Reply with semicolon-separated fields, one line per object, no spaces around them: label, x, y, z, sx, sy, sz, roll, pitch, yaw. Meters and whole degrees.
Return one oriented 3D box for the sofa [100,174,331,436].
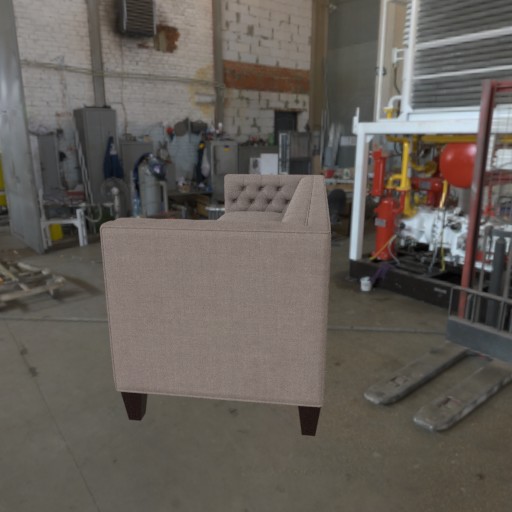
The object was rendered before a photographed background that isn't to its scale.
sofa;0.000;0.000;2.554;0.775;0.762;2.159;2;15;8
